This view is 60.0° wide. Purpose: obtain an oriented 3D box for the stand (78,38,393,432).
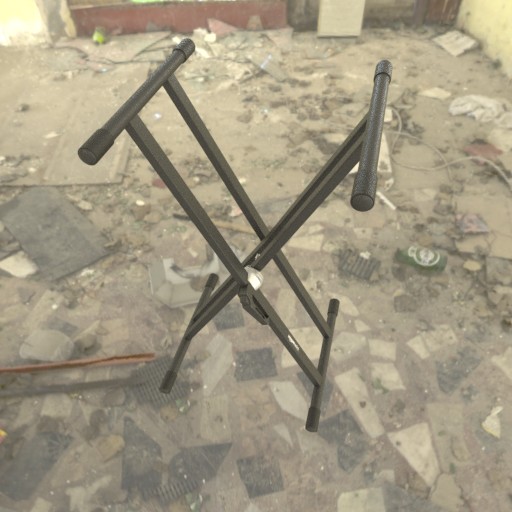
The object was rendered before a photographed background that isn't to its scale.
[{"bbox_3d":[0.000,0.000,1.189,0.503,0.900,0.495,11,48,10],"label":"stand"}]
